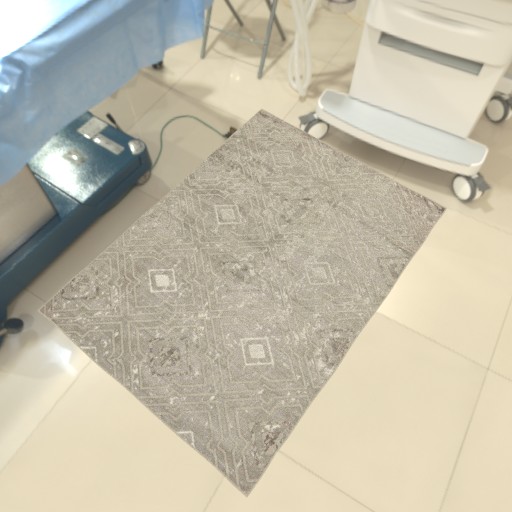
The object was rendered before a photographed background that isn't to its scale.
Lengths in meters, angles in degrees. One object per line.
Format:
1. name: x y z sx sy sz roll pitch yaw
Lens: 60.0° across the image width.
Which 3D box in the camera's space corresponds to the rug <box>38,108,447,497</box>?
1. rug: 0.000 0.000 4.323 2.448 0.020 3.359 34 65 18
